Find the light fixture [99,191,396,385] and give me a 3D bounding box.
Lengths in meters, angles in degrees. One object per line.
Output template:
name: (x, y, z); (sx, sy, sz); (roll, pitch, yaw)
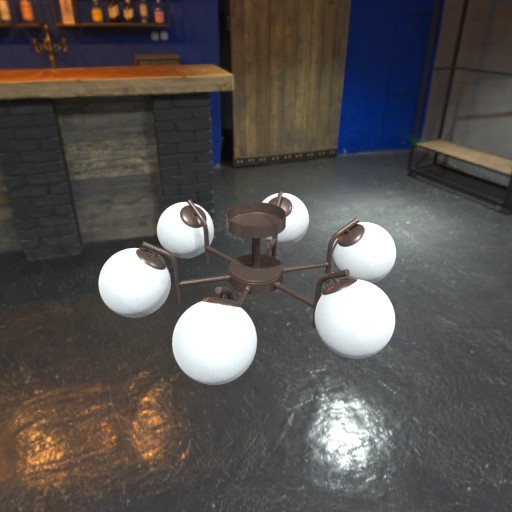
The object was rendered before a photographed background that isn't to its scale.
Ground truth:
light fixture: (0.000, 0.000, 0.965); (0.662, 0.201, 0.662); (0, 29, 0)
